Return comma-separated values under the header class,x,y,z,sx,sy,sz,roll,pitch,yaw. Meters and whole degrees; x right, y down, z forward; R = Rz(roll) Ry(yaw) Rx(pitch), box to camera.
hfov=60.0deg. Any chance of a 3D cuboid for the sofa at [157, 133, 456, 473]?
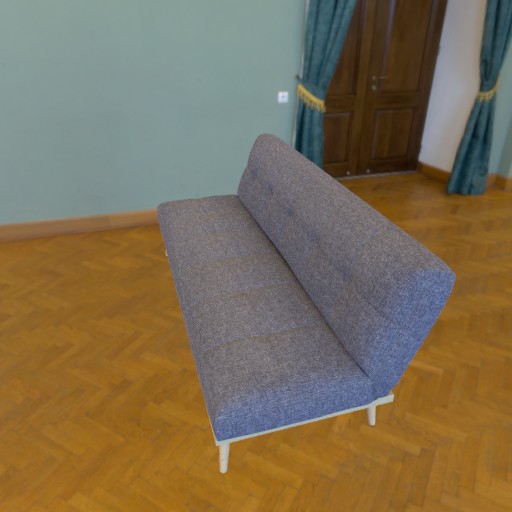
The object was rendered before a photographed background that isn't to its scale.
class,x,y,z,sx,sy,sz,roll,pitch,yaw
sofa,0.000,0.000,2.216,0.820,0.770,1.820,-8,31,-14
